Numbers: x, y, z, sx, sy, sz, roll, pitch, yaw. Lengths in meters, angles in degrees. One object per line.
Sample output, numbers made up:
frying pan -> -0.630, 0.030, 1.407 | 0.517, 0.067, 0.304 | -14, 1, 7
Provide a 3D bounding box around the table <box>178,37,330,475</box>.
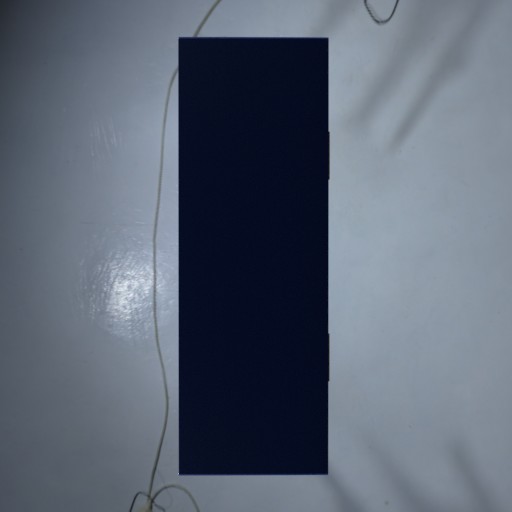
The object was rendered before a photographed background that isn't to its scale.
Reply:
table -> 0.000, 0.000, 1.497 | 0.399, 0.749, 1.118 | 0, 90, 0
